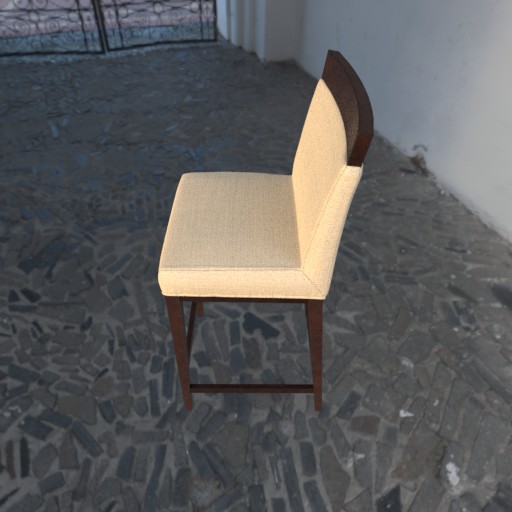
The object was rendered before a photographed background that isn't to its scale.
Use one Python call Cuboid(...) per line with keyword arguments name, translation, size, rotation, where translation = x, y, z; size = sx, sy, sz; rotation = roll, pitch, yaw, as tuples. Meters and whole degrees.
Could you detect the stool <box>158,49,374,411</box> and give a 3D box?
Cuboid(name="stool", translation=(0.000, 0.000, 1.438), size=(0.531, 1.117, 0.511), rotation=(0, 42, 0))
